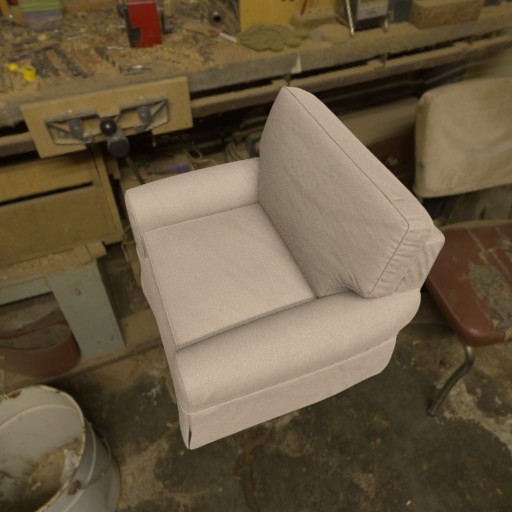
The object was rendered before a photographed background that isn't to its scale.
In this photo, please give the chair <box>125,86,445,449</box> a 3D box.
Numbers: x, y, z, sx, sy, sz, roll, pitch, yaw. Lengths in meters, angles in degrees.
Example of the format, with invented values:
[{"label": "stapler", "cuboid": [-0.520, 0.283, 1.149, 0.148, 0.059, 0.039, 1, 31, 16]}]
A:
[{"label": "chair", "cuboid": [0.000, 0.000, 1.885, 0.988, 1.017, 1.135, -16, 49, -14]}]
